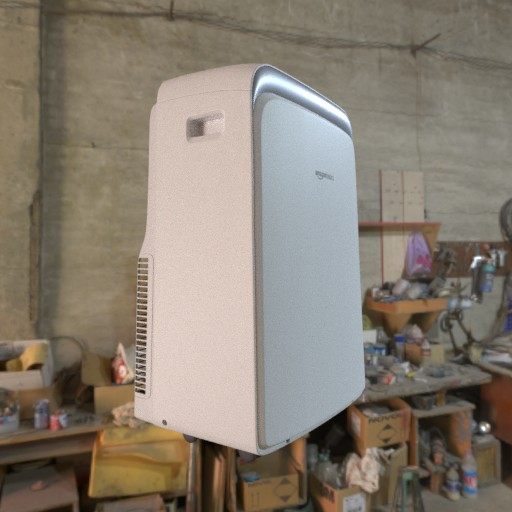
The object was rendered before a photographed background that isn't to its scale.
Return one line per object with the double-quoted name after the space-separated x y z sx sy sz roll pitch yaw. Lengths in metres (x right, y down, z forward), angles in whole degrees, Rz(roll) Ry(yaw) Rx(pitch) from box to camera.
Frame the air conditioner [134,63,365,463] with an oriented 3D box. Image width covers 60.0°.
0.000 0.000 0.960 0.365 0.700 0.454 0 0 36 "air conditioner"
